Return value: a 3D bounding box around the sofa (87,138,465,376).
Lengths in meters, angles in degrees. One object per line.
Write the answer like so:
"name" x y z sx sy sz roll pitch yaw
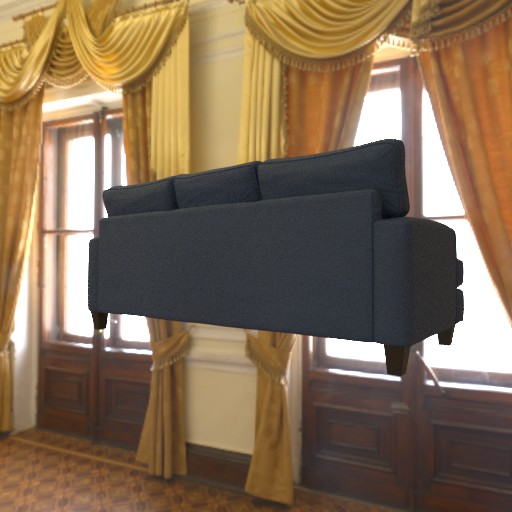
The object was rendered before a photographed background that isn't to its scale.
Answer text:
"sofa" 0.000 0.000 2.678 2.158 0.965 0.951 -1 -1 37
